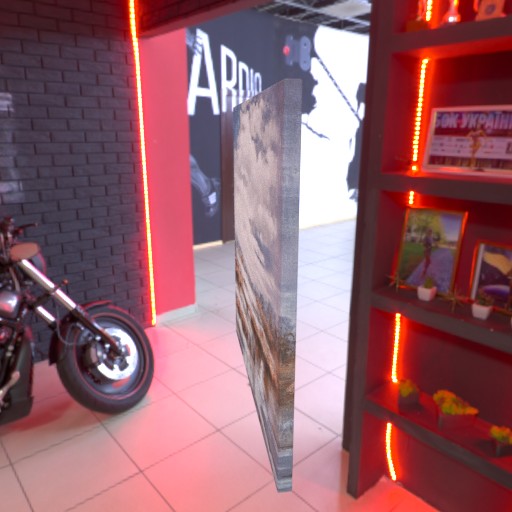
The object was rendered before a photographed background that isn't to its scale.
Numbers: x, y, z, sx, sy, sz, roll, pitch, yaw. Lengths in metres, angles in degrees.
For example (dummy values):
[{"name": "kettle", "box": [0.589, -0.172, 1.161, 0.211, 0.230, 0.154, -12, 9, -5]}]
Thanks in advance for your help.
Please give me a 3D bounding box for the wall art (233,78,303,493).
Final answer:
[{"name": "wall art", "box": [0.000, 0.000, 1.514, 0.040, 1.020, 1.010, -2, 16, -8]}]
